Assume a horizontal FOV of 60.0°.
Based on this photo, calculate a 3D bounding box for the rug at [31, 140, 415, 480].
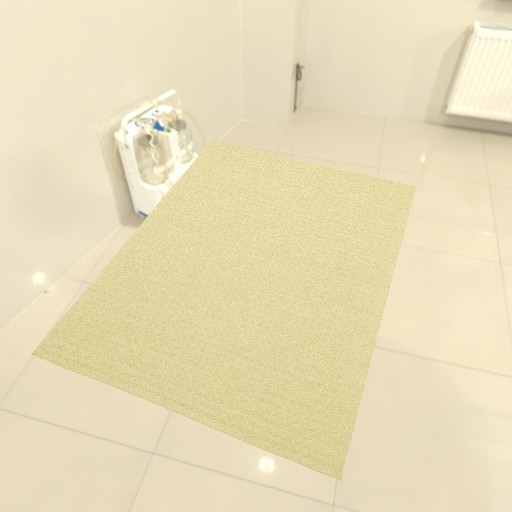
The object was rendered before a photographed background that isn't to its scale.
[{"bbox_3d":[0.000,0.000,4.110,2.452,0.016,3.204,16,49,15],"label":"rug"}]
